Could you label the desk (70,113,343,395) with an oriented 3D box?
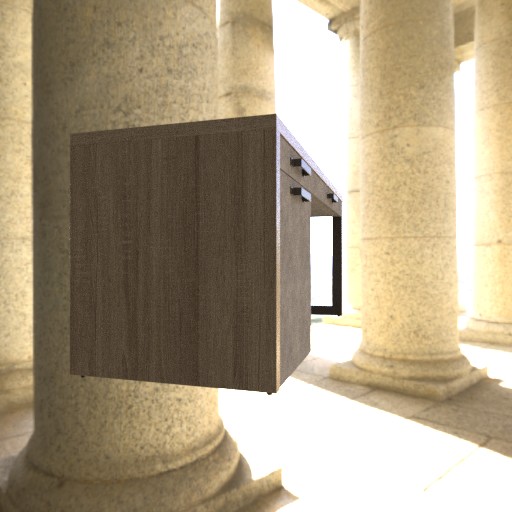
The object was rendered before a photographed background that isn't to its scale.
[{"bbox_3d":[0.000,0.000,2.091,0.690,0.760,1.700,0,0,17],"label":"desk"}]
